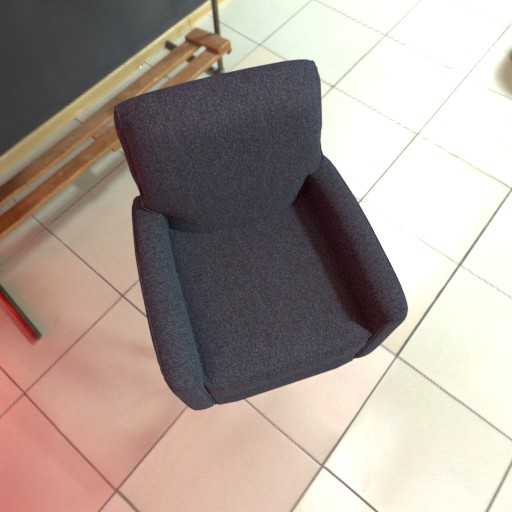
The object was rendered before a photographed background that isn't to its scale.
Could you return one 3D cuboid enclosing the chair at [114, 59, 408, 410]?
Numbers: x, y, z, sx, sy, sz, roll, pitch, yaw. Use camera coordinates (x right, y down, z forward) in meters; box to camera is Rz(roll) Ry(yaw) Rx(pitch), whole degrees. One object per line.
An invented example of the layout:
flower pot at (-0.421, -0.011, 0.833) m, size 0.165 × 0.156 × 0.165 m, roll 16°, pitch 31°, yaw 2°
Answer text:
chair at (0.000, 0.000, 1.633) m, size 0.839 × 1.016 × 0.850 m, roll -16°, pitch 66°, yaw -8°
